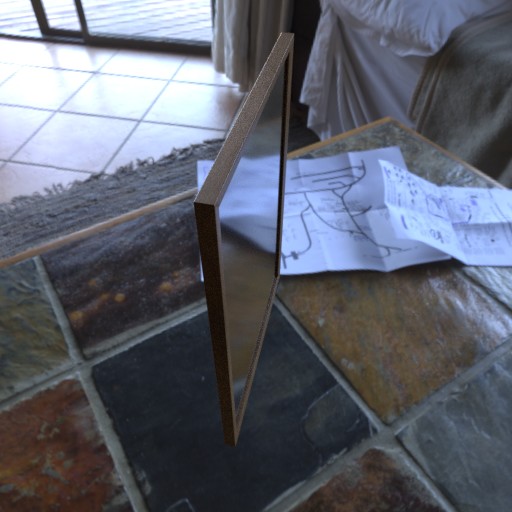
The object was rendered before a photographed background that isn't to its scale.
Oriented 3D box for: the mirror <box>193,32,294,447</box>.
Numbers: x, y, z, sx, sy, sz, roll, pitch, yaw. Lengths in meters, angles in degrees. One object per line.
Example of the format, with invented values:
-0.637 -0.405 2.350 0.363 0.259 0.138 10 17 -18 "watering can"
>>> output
0.000 0.000 1.339 0.040 1.016 0.762 10 47 9 "mirror"
